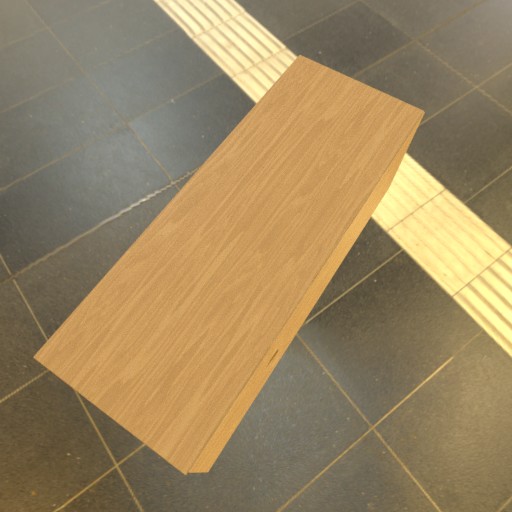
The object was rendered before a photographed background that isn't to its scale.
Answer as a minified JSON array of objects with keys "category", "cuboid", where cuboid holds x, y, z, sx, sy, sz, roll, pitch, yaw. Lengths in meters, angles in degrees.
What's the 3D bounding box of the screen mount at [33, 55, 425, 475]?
[{"category":"screen mount","cuboid":[0.000,0.000,1.271,0.406,0.432,1.084,31,68,14]}]
